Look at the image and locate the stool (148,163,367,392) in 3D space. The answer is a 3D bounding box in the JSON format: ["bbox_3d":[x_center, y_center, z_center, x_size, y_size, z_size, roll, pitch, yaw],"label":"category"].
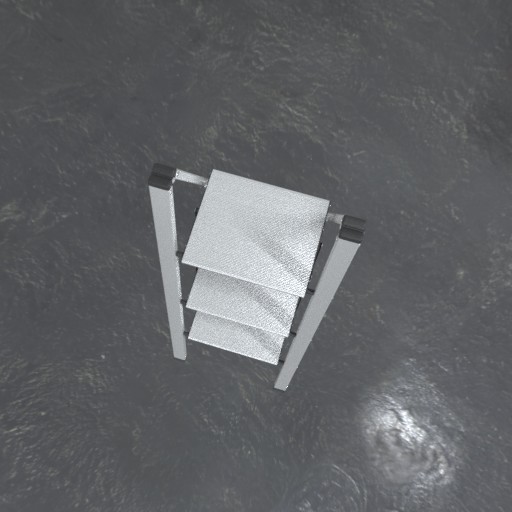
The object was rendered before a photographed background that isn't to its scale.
[{"bbox_3d":[0.000,0.000,1.301,0.441,0.902,0.730,16,77,4],"label":"stool"}]
